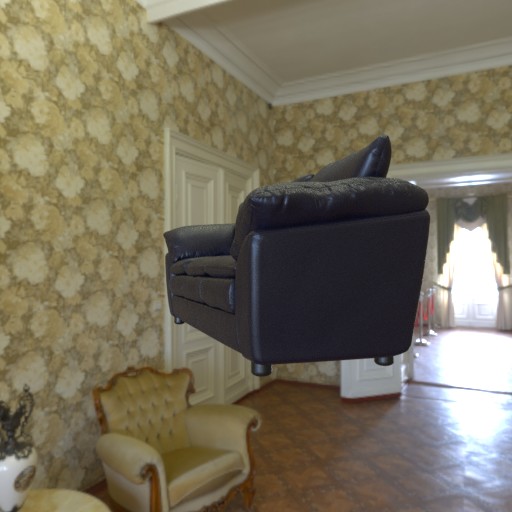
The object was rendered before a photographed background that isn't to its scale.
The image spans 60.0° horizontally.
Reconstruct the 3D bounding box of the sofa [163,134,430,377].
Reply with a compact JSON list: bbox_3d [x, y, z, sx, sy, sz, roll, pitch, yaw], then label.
[{"bbox_3d":[0.000,0.000,2.889,0.880,1.073,2.336,1,-2,-20],"label":"sofa"}]
